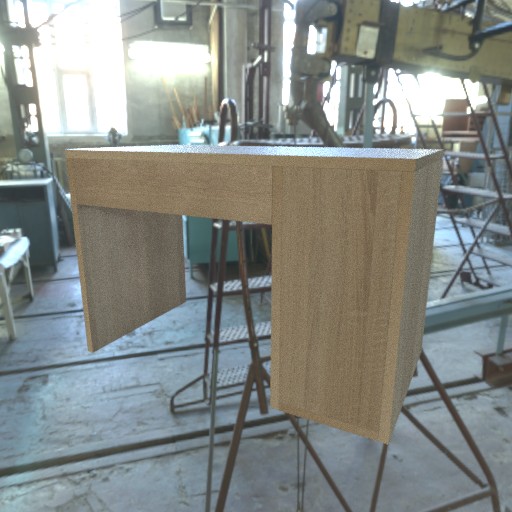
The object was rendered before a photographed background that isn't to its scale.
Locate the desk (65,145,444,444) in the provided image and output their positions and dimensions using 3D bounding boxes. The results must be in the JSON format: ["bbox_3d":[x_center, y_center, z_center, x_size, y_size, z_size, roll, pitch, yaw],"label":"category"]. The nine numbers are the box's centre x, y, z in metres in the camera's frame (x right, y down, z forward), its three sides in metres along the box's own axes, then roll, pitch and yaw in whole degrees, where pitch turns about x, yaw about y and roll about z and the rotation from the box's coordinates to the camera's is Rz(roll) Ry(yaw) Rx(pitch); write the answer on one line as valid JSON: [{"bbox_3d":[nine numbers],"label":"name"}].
[{"bbox_3d":[0.000,0.000,1.561,1.100,0.731,0.600,8,18,27],"label":"desk"}]
